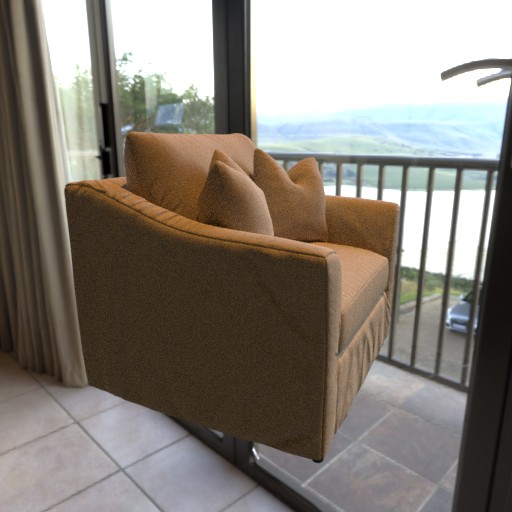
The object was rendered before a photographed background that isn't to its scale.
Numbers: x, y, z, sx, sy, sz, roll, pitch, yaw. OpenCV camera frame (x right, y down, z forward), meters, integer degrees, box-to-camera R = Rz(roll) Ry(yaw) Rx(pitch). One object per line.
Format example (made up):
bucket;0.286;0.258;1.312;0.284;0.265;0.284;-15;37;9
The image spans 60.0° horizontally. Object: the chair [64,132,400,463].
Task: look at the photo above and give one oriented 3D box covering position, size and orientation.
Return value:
chair;0.000;0.000;2.024;1.071;1.093;1.194;7;16;26
